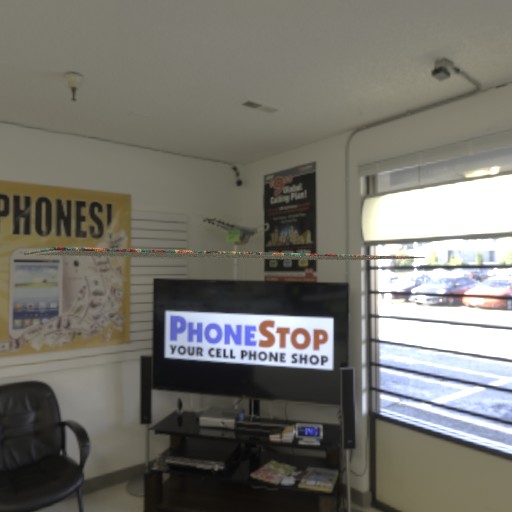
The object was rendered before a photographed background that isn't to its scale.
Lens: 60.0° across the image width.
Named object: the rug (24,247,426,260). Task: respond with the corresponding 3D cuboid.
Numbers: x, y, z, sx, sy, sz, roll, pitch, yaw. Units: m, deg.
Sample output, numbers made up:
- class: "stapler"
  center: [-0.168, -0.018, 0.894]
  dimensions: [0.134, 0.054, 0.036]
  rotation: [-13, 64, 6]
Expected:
- class: "rug"
  center: [0.000, 0.000, 2.532]
  dimensions: [2.286, 0.013, 0.686]
  rotation: [1, -2, -35]
